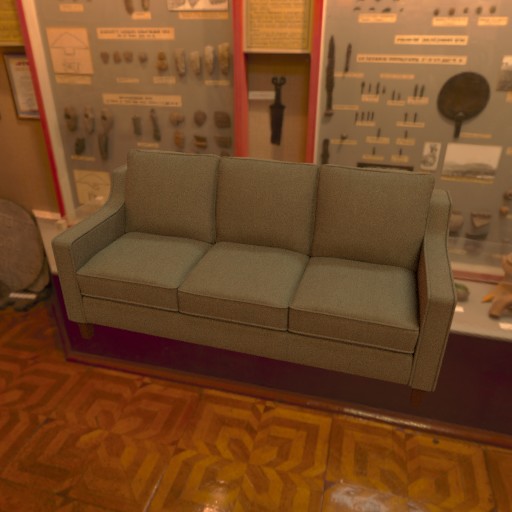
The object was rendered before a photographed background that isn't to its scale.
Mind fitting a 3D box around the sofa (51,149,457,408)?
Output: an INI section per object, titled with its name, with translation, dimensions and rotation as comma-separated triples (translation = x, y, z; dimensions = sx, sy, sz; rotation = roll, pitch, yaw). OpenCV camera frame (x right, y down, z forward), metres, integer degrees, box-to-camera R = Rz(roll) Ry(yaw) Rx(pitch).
[sofa]
translation = 0.000, 0.000, 2.507
dimensions = 1.986, 0.974, 0.911
rotation = 8, 29, 14
